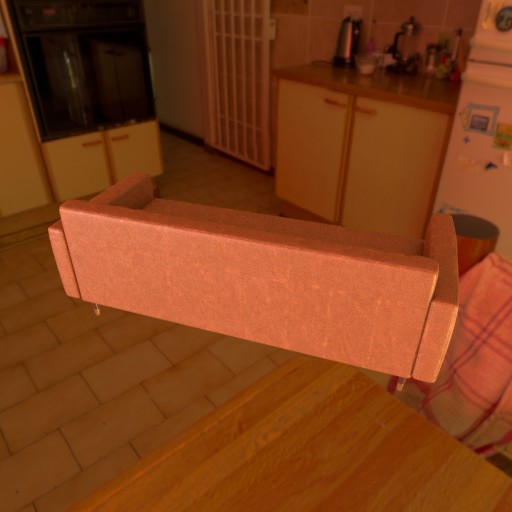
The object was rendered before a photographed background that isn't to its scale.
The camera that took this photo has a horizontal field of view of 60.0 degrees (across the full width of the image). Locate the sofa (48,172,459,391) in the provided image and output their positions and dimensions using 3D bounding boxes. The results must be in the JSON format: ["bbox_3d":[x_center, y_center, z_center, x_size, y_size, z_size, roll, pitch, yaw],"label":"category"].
[{"bbox_3d":[0.000,0.000,2.767,2.291,0.821,0.990,10,33,16],"label":"sofa"}]
